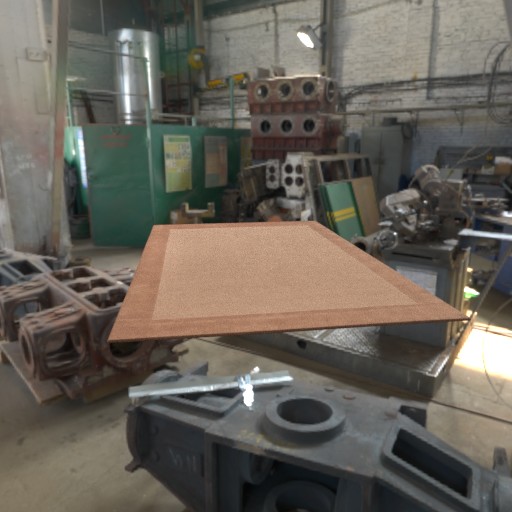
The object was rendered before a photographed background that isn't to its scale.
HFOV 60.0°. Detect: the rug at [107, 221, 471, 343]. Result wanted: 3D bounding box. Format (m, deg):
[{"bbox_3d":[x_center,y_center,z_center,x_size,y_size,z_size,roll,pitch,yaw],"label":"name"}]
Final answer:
[{"bbox_3d":[0.000,0.000,2.980,1.524,0.014,2.438,-2,15,-8],"label":"rug"}]
